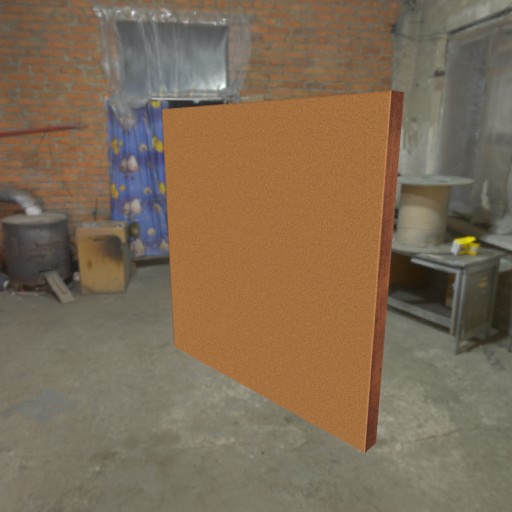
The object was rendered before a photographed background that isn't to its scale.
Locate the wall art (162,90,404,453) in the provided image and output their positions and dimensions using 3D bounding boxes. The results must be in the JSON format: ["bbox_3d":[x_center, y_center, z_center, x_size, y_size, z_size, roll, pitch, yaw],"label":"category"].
[{"bbox_3d":[0.000,0.000,0.872,0.037,0.572,0.554,-14,20,-43],"label":"wall art"}]
